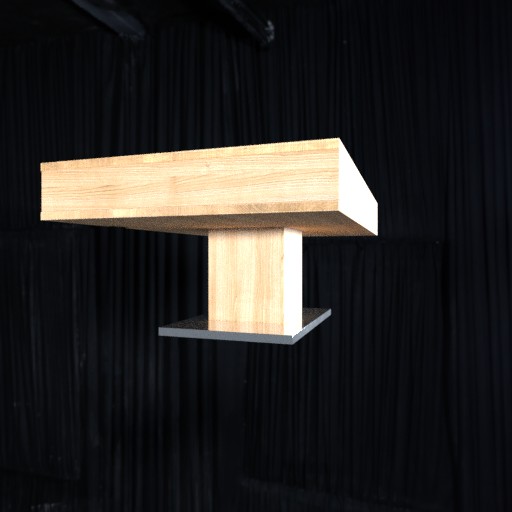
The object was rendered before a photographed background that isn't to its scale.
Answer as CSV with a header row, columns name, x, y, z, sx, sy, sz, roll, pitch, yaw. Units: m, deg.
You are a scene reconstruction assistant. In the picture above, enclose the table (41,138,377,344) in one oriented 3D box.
name,x,y,z,sx,sy,sz,roll,pitch,yaw
table,0.000,0.000,1.453,0.700,0.440,1.100,0,0,19
